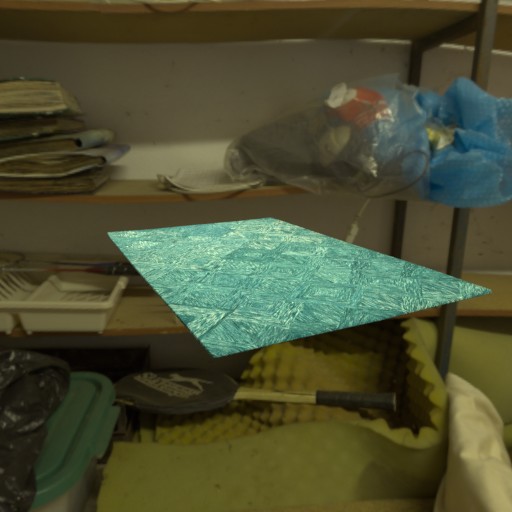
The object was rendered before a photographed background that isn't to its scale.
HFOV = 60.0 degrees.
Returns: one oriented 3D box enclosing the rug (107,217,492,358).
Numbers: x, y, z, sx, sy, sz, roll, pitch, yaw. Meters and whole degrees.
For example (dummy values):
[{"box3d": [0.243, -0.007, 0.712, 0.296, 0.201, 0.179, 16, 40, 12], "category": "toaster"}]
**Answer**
[{"box3d": [0.000, 0.000, 2.153, 1.136, 0.017, 1.728, -8, 17, -26], "category": "rug"}]
